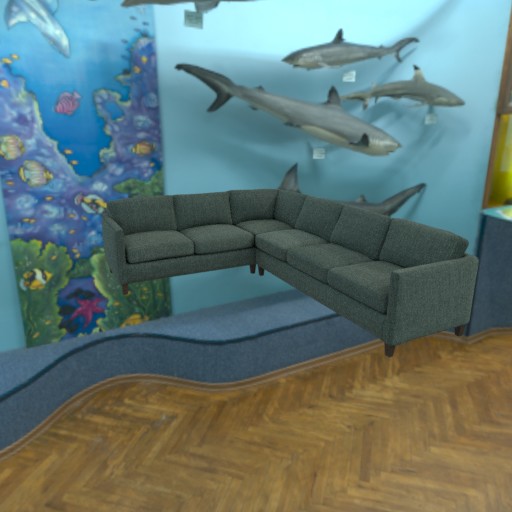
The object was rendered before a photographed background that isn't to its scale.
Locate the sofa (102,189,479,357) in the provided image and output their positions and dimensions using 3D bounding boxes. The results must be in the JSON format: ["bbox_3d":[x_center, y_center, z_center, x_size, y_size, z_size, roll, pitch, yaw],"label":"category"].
[{"bbox_3d":[0.000,0.000,4.580,2.593,0.947,3.302,-8,19,-26],"label":"sofa"}]
